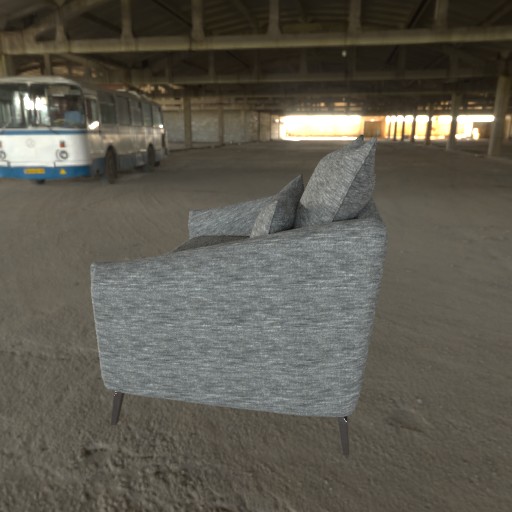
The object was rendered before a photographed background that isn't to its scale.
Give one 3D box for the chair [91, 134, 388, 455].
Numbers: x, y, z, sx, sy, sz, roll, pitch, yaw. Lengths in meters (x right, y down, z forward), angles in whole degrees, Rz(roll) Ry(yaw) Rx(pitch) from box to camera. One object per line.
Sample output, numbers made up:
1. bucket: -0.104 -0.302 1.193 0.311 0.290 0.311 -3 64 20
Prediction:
1. chair: 0.000 0.000 1.598 0.805 0.842 1.004 3 16 10
